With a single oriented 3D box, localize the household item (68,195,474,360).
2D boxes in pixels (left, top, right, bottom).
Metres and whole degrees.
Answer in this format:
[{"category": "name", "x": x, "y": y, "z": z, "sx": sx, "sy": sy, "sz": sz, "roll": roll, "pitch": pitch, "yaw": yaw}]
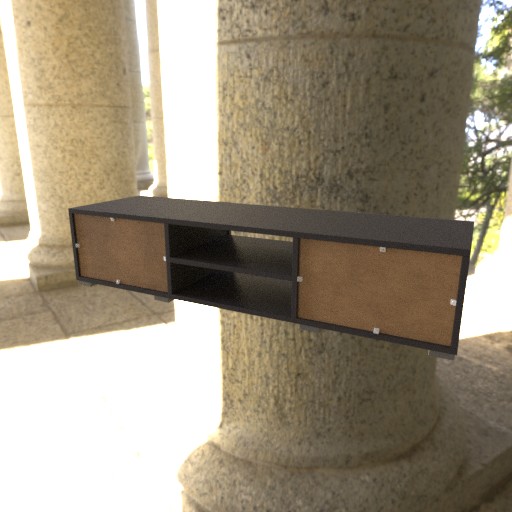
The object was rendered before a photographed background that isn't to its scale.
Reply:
[{"category": "household item", "x": 0.000, "y": 0.000, "z": 1.622, "sx": 1.400, "sy": 0.310, "sz": 0.420, "roll": 8, "pitch": 17, "yaw": 25}]
